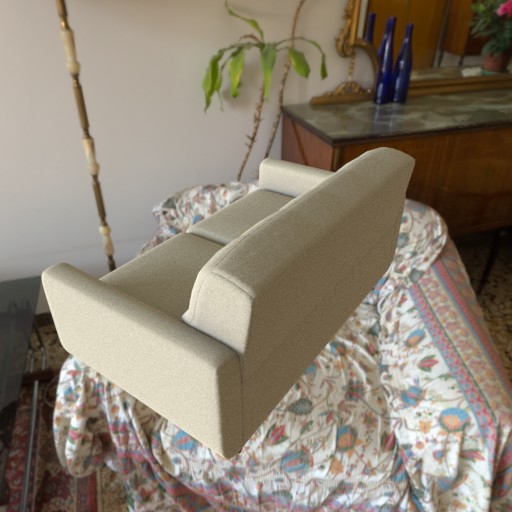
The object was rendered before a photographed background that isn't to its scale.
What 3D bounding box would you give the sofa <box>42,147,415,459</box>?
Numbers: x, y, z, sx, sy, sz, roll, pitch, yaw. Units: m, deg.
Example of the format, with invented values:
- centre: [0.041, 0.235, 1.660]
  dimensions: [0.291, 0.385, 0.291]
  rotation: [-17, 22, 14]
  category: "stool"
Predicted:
- centre: [0.000, 0.000, 2.183]
  dimensions: [0.980, 0.892, 1.655]
  rotation: [21, 38, 29]
  category: "sofa"
